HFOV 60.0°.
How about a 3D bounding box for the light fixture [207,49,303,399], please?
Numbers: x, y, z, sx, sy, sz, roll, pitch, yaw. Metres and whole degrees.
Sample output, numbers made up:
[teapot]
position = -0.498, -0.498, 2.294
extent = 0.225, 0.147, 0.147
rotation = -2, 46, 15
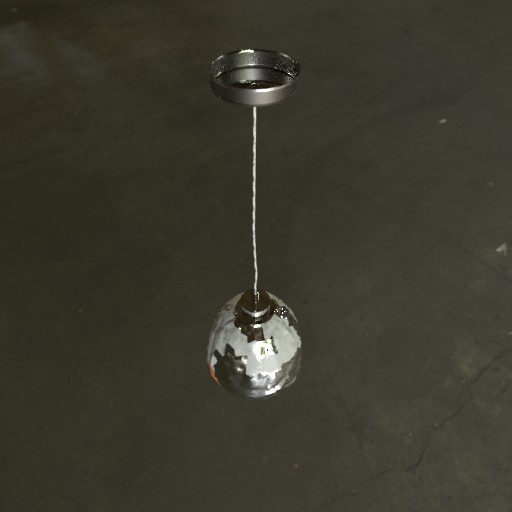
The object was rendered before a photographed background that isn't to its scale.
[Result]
[light fixture]
position = 0.000, 0.000, 1.766
extent = 0.496, 1.511, 0.500
rotation = 32, 55, 26
